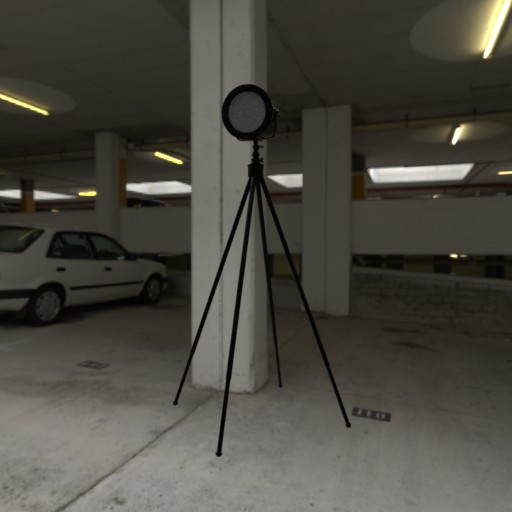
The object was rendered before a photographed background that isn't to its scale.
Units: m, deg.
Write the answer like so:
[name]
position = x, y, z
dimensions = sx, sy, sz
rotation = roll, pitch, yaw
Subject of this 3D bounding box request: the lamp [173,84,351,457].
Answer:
[lamp]
position = 0.000, 0.000, 2.065
dimensions = 0.879, 1.504, 0.884
rotation = 0, 1, 19
